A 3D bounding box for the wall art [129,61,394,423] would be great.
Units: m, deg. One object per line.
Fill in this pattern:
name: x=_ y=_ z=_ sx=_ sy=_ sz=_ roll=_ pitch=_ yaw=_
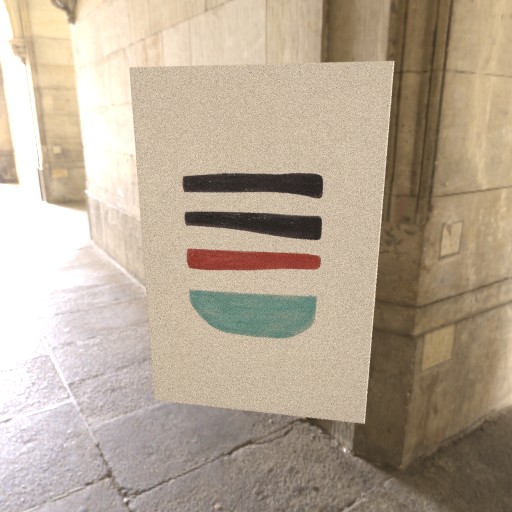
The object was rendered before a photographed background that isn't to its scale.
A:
wall art: x=0.000 y=0.000 z=1.144 sx=0.607 sy=0.912 sz=0.038 roll=3 pitch=17 yaw=10
